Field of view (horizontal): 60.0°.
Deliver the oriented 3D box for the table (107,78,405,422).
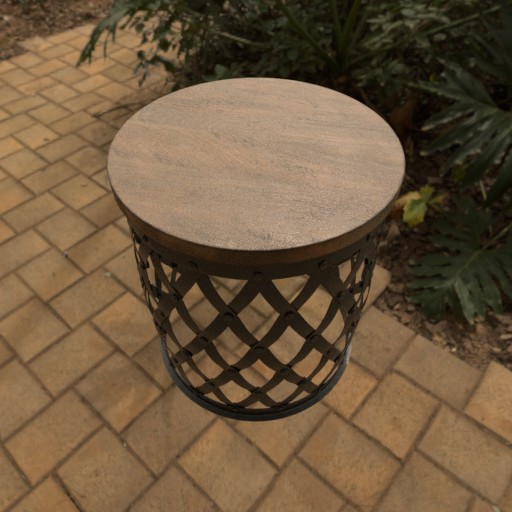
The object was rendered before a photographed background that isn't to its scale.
[{"bbox_3d":[0.000,0.000,0.780,0.405,0.454,0.405,0,47,0],"label":"table"}]
